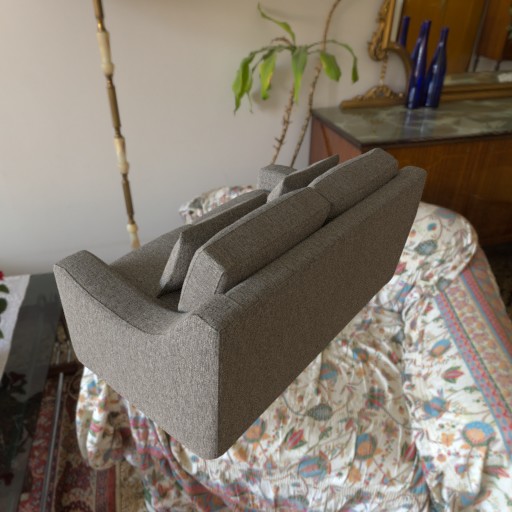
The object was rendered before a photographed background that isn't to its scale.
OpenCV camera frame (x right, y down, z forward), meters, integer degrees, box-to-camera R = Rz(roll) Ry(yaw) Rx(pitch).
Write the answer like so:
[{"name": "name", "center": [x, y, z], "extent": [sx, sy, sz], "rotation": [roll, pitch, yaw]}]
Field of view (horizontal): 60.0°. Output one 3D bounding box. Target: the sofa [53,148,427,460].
[{"name": "sofa", "center": [0.000, 0.000, 2.395], "extent": [1.120, 0.991, 1.778], "rotation": [23, 39, 32]}]
